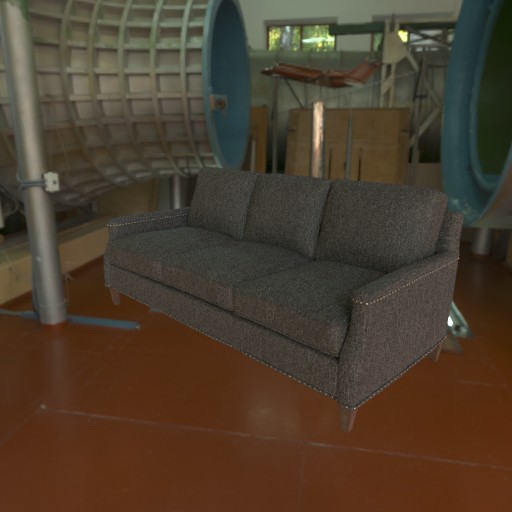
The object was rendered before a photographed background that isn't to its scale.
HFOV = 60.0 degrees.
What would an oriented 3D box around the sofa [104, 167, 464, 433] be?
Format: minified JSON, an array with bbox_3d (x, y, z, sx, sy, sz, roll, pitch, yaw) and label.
[{"bbox_3d":[0.000,0.000,2.890,1.084,1.003,2.246,-15,22,-43],"label":"sofa"}]
